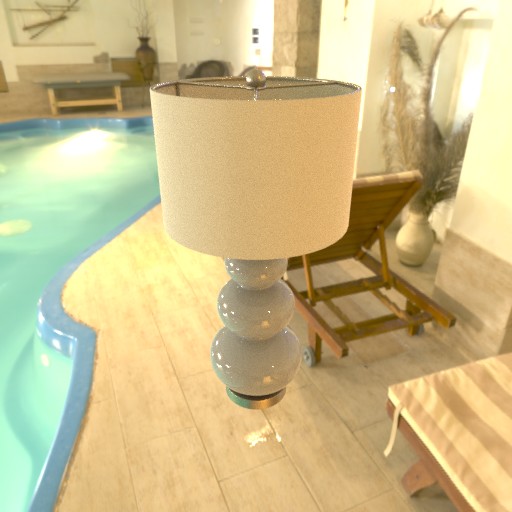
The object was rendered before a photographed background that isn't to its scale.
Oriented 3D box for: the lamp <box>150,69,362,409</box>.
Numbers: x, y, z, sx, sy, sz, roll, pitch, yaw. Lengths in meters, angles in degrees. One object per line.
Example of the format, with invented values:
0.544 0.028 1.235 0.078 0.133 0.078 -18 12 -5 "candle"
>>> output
0.000 0.000 0.936 0.367 0.730 0.367 -8 28 -16 "lamp"
